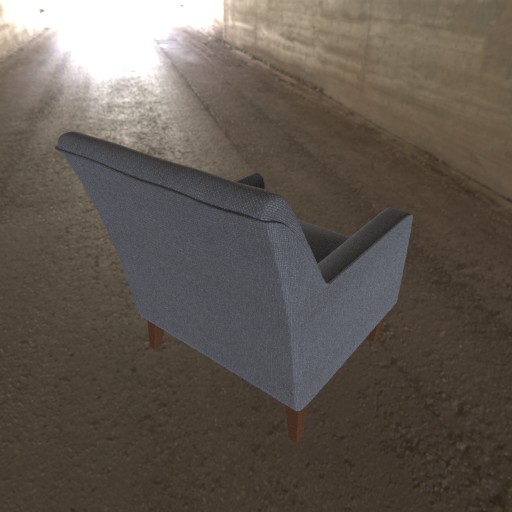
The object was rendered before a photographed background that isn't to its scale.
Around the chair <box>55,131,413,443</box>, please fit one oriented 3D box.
[{"bbox_3d":[0.000,0.000,1.564,0.780,0.919,0.899,22,38,32],"label":"chair"}]
